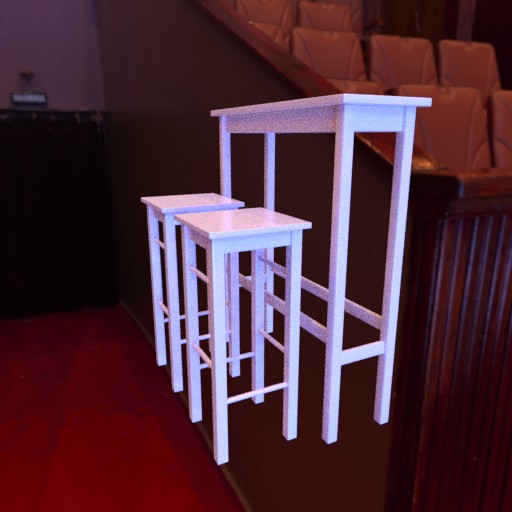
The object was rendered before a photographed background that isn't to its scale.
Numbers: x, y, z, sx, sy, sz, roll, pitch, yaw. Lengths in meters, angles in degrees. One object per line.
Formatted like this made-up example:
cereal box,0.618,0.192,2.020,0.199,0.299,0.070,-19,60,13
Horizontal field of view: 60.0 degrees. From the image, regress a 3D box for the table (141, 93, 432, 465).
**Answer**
table,0.000,0.000,1.641,0.650,1.065,0.915,-8,17,-26
